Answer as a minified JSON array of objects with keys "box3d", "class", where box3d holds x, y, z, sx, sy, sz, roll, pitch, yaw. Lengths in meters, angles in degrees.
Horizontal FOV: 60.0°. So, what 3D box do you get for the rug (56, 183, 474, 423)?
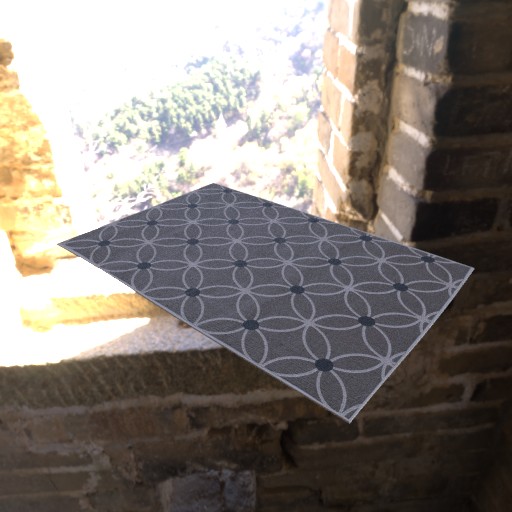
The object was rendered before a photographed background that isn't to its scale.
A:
[{"box3d":[0.000,0.000,2.878,2.284,0.008,1.522,23,37,34],"class":"rug"}]
